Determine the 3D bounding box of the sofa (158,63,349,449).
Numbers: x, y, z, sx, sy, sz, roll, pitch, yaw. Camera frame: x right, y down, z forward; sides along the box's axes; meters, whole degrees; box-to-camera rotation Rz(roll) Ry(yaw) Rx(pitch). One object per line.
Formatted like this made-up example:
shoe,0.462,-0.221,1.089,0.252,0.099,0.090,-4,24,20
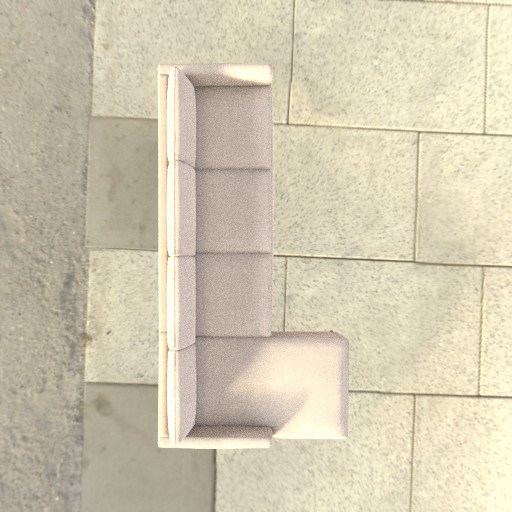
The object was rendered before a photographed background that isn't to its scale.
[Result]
sofa,0.000,0.000,3.531,1.469,0.816,2.923,0,90,-1
